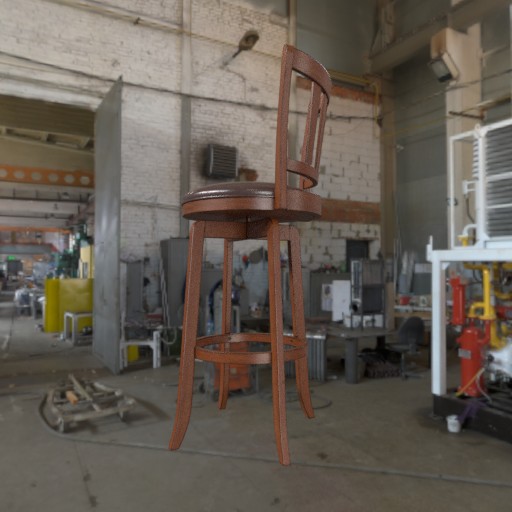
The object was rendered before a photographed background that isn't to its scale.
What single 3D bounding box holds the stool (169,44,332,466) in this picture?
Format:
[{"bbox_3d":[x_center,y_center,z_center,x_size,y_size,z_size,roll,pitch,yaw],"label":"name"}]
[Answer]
[{"bbox_3d":[0.000,0.000,1.488,0.503,1.177,0.464,0,-1,17],"label":"stool"}]
